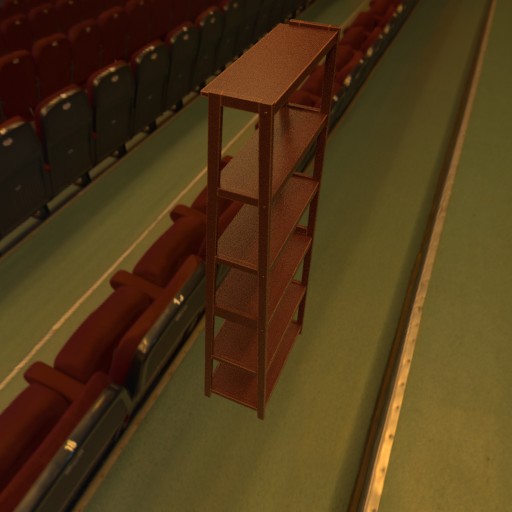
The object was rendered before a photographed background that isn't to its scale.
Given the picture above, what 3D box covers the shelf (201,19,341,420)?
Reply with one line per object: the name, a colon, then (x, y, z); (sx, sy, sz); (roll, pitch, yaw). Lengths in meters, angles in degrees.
shelf: (0.000, 0.000, 2.107); (0.381, 1.892, 0.660); (17, 48, 16)
